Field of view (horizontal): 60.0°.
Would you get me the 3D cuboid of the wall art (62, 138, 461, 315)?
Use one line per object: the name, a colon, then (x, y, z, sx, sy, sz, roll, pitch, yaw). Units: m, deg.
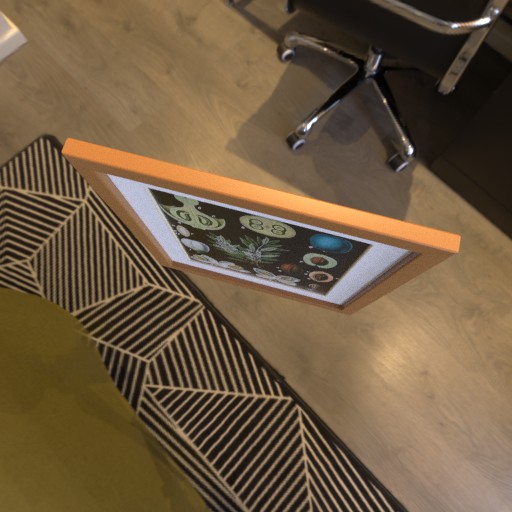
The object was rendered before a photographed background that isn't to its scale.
wall art: (0.000, 0.000, 0.518, 0.310, 0.379, 0.015, 15, 76, 4)
